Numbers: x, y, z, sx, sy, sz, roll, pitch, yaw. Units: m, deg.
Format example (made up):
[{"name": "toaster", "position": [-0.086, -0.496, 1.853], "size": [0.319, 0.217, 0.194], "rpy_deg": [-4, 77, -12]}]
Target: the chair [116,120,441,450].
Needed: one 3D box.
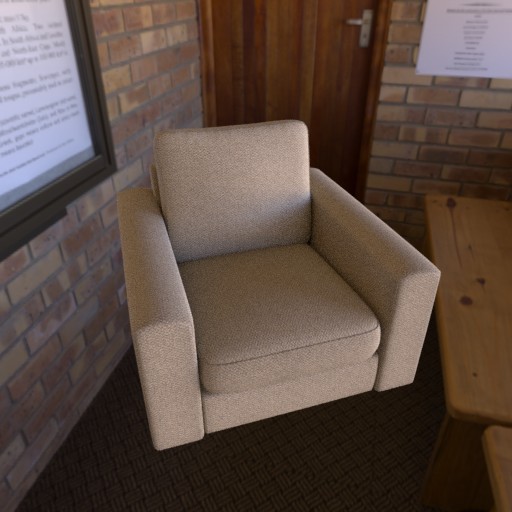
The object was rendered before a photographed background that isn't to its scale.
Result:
[{"name": "chair", "position": [0.000, 0.000, 1.768], "size": [1.005, 0.873, 1.016], "rpy_deg": [-9, 33, -15]}]
